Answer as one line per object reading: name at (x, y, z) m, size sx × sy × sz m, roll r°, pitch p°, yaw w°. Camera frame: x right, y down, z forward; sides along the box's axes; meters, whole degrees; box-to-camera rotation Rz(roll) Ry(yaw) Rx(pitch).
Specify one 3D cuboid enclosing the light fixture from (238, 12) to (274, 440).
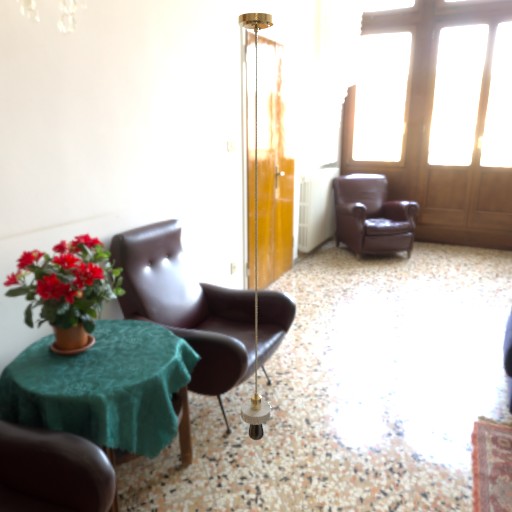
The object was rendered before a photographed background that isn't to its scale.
light fixture at (0.000, 0.000, 1.716) m, size 0.129 × 1.669 × 0.129 m, roll -3°, pitch 16°, yaw -10°
